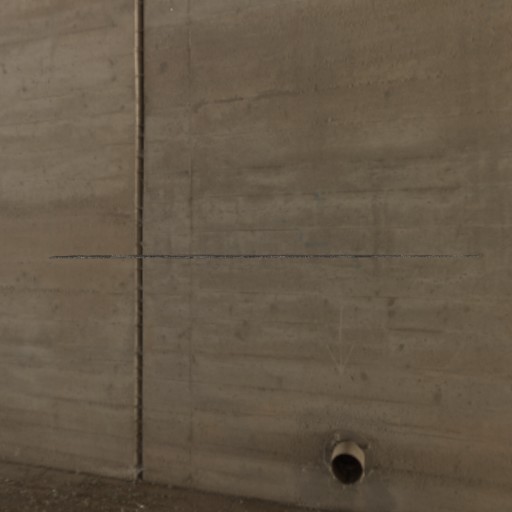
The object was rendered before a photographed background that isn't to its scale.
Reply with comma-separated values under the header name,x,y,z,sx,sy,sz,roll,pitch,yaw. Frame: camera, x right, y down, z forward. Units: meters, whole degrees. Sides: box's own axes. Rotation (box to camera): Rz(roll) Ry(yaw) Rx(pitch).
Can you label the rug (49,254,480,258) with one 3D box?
name,x,y,z,sx,sy,sz,roll,pitch,yaw
rug,0.000,0.000,3.071,2.434,0.015,1.520,0,0,-18
